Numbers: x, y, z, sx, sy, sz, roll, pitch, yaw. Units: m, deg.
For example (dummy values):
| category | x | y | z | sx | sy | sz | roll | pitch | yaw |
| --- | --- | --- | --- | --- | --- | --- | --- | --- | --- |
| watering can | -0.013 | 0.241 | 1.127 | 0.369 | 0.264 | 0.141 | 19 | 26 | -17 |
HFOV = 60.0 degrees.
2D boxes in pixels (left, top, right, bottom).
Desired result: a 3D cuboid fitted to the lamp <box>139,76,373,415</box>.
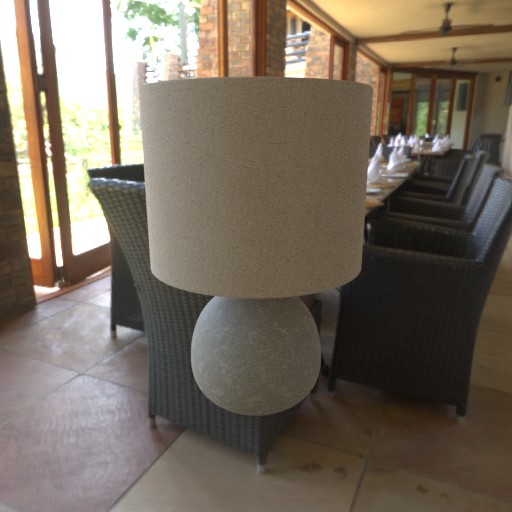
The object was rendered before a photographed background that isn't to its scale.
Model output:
| category | x | y | z | sx | sy | sz | roll | pitch | yaw |
| --- | --- | --- | --- | --- | --- | --- | --- | --- | --- |
| lamp | 0.000 | 0.000 | 0.580 | 0.269 | 0.409 | 0.269 | 8 | 18 | 27 |
